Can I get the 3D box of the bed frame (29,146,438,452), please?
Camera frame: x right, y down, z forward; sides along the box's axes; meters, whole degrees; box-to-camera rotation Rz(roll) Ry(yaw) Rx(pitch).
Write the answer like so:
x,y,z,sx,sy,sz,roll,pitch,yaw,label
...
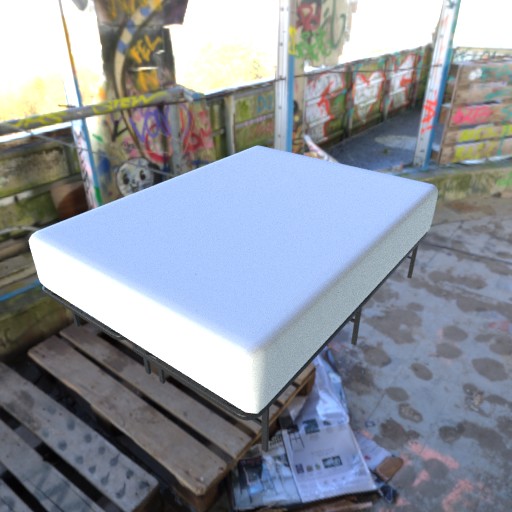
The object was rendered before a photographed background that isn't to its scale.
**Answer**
x,y,z,sx,sy,sz,roll,pitch,yaw,label
0.000,0.000,2.775,1.528,0.677,2.037,21,37,31,bed frame
